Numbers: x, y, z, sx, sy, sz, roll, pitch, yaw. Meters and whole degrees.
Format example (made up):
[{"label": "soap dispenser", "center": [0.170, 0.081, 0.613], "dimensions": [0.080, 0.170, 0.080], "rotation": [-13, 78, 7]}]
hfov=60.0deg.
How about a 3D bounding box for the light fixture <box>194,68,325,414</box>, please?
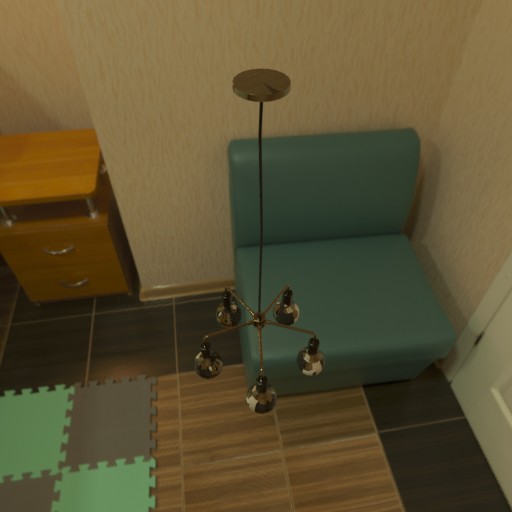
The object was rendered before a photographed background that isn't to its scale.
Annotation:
[{"label": "light fixture", "center": [0.000, 0.000, 1.202], "dimensions": [0.438, 0.988, 0.421], "rotation": [-30, 54, -25]}]
